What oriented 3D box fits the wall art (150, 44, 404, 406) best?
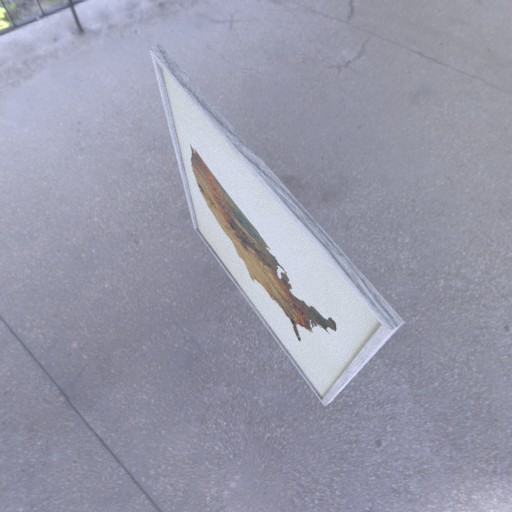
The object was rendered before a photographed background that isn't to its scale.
[{"bbox_3d":[0.000,0.000,0.766,0.016,0.507,0.508,-32,68,-15],"label":"wall art"}]
